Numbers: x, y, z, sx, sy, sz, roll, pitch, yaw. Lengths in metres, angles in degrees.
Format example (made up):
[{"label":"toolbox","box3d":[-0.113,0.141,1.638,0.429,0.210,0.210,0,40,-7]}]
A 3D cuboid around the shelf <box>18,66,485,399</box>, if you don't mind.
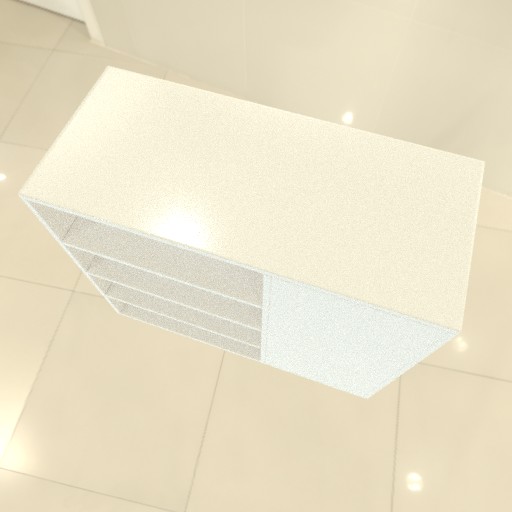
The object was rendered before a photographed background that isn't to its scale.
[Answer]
[{"label":"shelf","box3d":[0.000,0.000,1.249,0.895,0.732,0.396,17,65,8]}]
